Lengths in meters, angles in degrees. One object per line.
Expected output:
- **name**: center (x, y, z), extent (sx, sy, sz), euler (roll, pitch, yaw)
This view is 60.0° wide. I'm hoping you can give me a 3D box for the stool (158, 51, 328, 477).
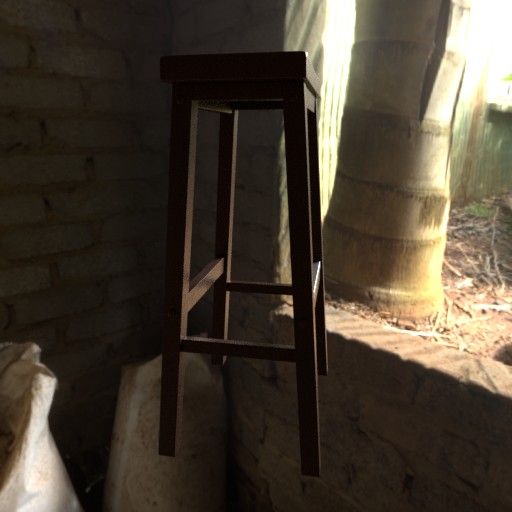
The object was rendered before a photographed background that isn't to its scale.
- **stool**: center (0.000, 0.000, 0.957), extent (0.322, 0.742, 0.406), euler (3, 16, 11)
